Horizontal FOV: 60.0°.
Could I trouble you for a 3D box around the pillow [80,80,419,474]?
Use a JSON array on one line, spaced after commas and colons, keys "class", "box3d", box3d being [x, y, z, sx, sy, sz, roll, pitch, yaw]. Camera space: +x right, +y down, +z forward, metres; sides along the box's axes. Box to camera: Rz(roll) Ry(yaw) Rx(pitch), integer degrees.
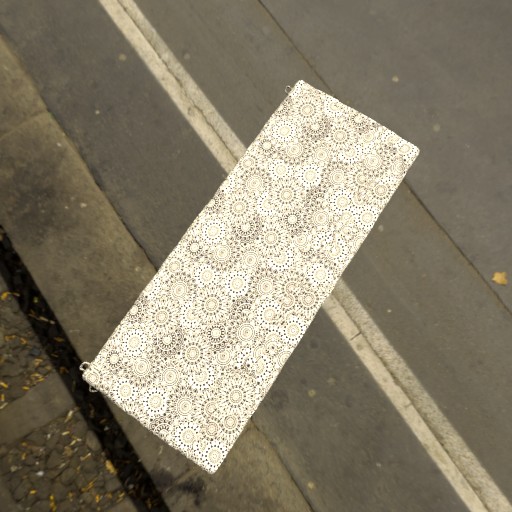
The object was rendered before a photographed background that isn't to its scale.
[{"class": "pillow", "box3d": [0.000, 0.000, 1.343, 0.492, 0.081, 1.187, 33, 79, 7]}]
